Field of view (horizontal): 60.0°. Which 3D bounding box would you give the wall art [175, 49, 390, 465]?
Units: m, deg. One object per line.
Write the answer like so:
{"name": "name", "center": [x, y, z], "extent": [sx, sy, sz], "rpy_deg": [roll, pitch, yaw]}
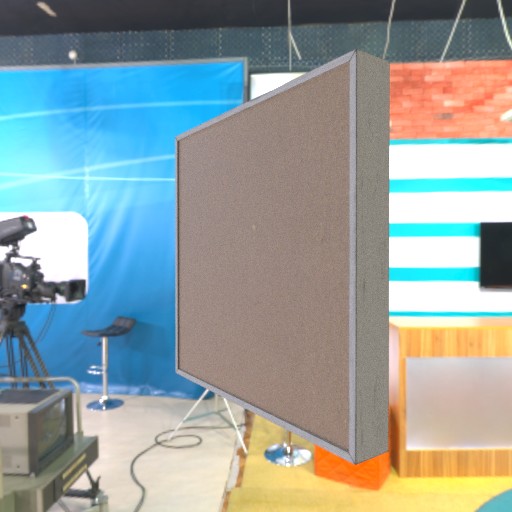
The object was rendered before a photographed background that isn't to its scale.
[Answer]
{"name": "wall art", "center": [0.000, 0.000, 0.459], "extent": [0.038, 0.305, 0.305], "rpy_deg": [0, 1, -36]}
